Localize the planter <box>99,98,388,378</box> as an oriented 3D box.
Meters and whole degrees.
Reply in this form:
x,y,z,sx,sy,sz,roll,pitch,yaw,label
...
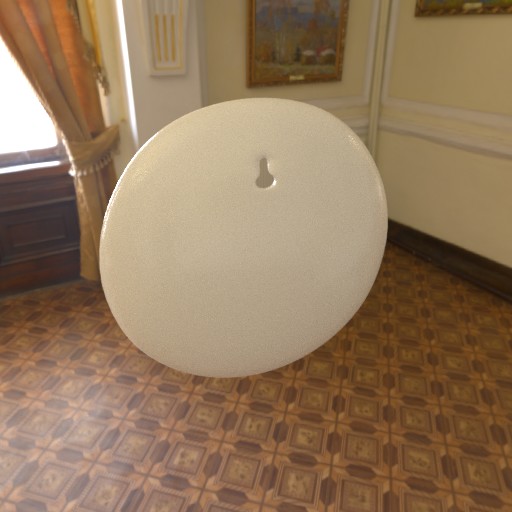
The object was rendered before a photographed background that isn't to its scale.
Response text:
x,y,z,sx,sy,sz,roll,pitch,yaw,label
0.000,0.000,0.277,0.185,0.188,0.043,-8,28,-16,planter
